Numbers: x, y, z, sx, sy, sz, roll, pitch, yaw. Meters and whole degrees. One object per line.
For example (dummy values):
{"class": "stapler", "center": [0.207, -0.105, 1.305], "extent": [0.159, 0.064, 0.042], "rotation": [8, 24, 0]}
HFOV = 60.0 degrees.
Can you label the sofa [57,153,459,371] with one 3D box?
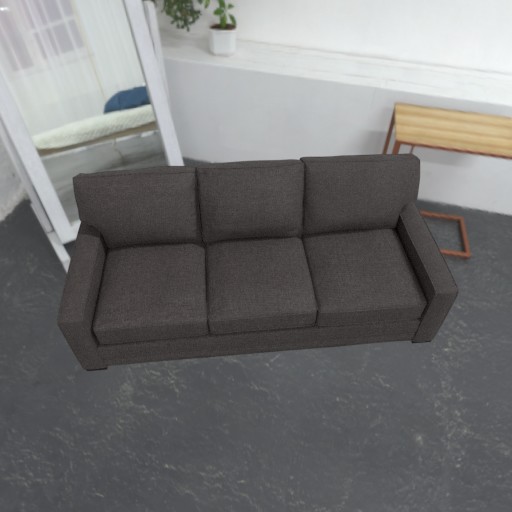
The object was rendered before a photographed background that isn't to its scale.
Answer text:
{"class": "sofa", "center": [0.000, 0.000, 2.968], "extent": [2.369, 0.978, 1.004], "rotation": [-4, 48, -4]}
